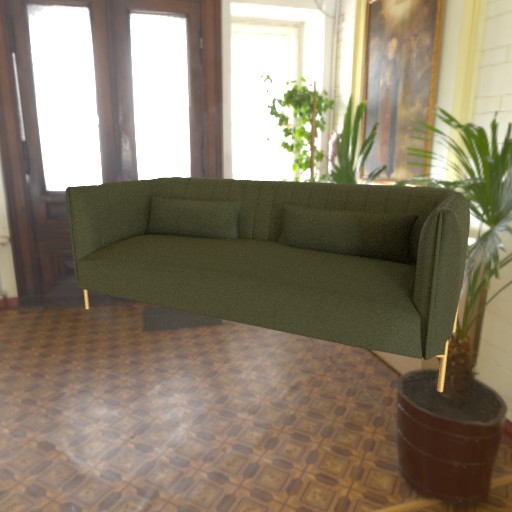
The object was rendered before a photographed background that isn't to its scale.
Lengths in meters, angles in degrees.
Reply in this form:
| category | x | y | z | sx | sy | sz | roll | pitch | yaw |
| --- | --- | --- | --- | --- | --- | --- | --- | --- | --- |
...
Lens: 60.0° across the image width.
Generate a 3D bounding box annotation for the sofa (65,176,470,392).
| category | x | y | z | sx | sy | sz | roll | pitch | yaw |
| --- | --- | --- | --- | --- | --- | --- | --- | --- | --- |
| sofa | 0.000 | 0.000 | 2.523 | 2.137 | 0.793 | 0.896 | 7 | 16 | 27 |
